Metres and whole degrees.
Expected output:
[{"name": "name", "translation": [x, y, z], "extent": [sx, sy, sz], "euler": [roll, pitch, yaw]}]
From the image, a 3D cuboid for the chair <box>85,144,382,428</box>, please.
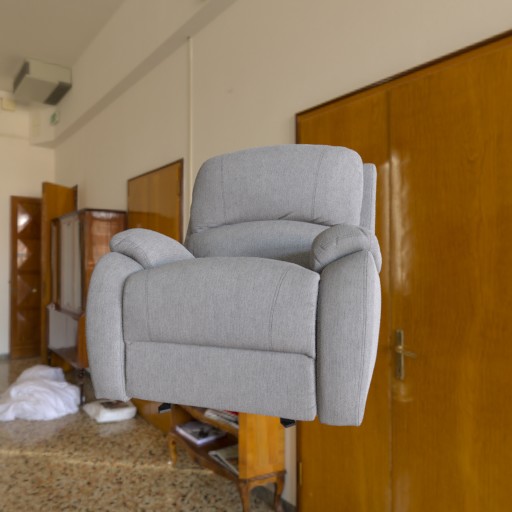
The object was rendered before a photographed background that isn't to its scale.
[{"name": "chair", "translation": [0.000, 0.000, 1.710], "extent": [0.930, 1.011, 0.899], "euler": [0, -1, 17]}]
